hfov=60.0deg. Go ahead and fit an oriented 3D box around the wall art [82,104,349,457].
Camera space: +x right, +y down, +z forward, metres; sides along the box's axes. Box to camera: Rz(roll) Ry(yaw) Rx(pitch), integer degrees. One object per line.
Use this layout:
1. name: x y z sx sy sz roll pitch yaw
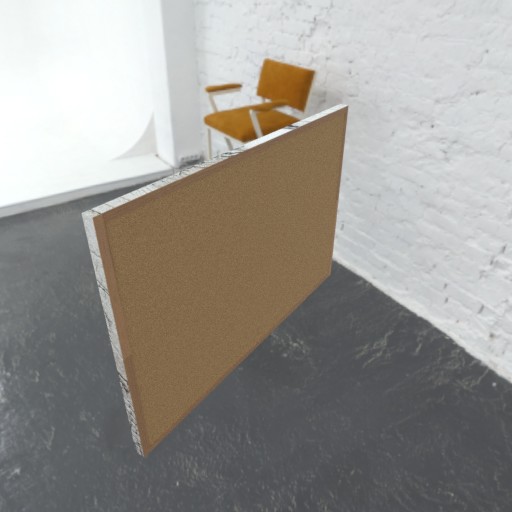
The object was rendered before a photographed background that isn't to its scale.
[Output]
1. wall art: 0.000 0.000 1.461 0.035 0.758 1.141 20 37 30
